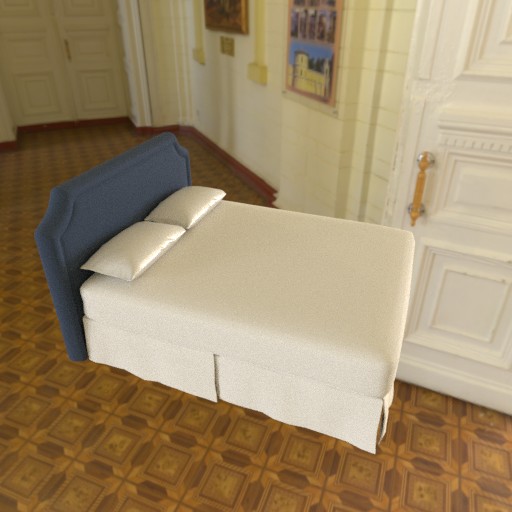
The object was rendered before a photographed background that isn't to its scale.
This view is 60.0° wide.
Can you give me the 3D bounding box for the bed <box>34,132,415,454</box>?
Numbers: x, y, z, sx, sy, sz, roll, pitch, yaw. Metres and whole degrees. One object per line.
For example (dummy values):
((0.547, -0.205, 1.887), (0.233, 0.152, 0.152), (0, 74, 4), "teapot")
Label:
((0.000, 0.000, 3.310), (2.260, 1.297, 1.831), (11, 33, 18), "bed")
